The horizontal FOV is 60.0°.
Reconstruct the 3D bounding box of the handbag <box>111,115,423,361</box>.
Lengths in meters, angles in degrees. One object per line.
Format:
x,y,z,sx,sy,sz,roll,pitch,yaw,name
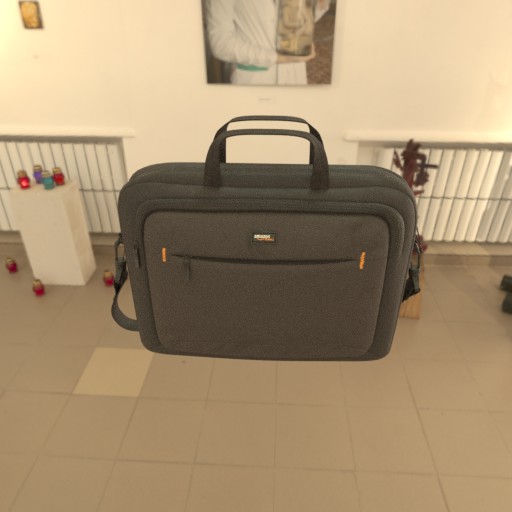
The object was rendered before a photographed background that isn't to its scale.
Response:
0.000,0.000,0.420,0.320,0.244,0.089,1,31,2,handbag
